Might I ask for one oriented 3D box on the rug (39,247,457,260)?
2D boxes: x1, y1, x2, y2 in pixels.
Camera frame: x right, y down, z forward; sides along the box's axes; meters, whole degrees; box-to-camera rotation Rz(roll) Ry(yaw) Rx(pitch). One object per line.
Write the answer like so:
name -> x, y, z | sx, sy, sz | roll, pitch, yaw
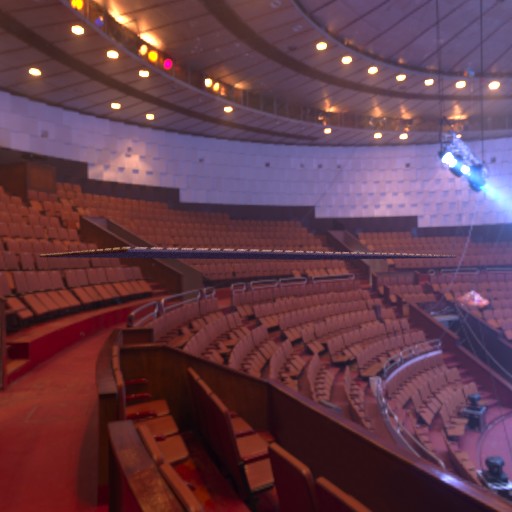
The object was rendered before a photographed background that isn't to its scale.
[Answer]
rug -> 0.000, 0.000, 3.013 | 2.406, 0.023, 1.539 | 1, -1, -37
